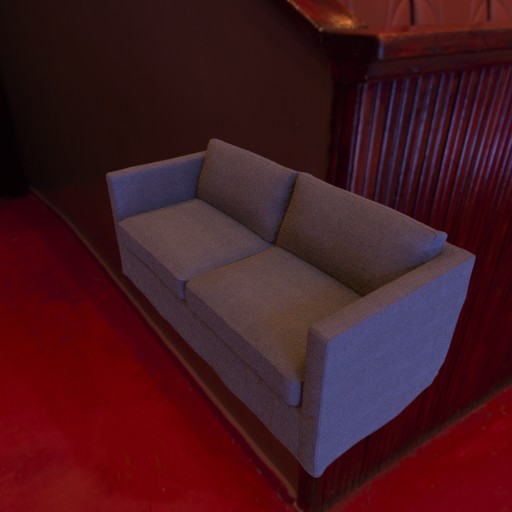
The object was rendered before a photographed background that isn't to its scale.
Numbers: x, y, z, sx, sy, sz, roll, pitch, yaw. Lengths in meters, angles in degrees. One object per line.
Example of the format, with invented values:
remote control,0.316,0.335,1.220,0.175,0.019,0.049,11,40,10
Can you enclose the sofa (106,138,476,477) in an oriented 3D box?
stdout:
sofa,0.000,0.000,2.488,0.953,0.855,1.982,-22,37,-31
